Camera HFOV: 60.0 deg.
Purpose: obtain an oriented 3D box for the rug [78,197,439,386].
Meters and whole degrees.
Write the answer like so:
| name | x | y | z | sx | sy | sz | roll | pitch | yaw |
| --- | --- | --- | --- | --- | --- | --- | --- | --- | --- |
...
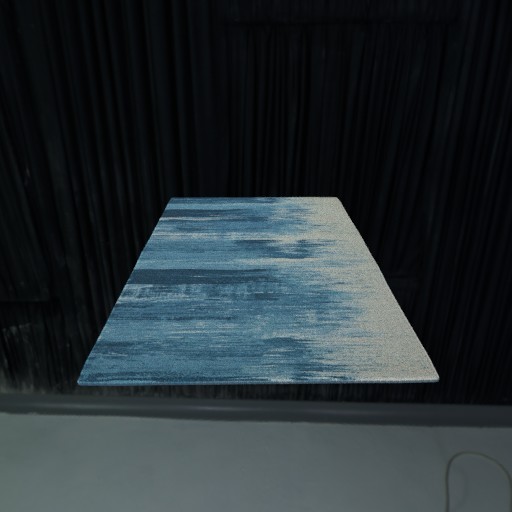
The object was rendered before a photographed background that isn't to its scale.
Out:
| name | x | y | z | sx | sy | sz | roll | pitch | yaw |
| --- | --- | --- | --- | --- | --- | --- | --- | --- | --- |
| rug | 0.000 | 0.000 | 2.940 | 1.540 | 0.027 | 2.450 | 0 | 25 | -1 |
